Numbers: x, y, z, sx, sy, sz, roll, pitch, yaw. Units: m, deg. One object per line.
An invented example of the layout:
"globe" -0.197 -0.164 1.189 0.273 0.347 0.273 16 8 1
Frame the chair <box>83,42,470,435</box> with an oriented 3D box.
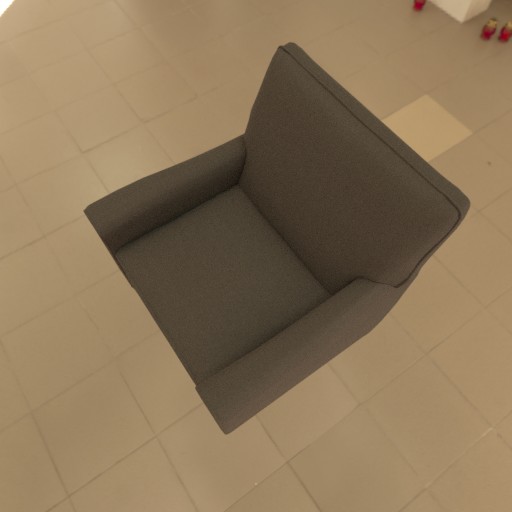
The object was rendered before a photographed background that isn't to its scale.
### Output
"chair" 0.000 0.000 1.561 0.831 0.911 0.836 -32 67 -15
